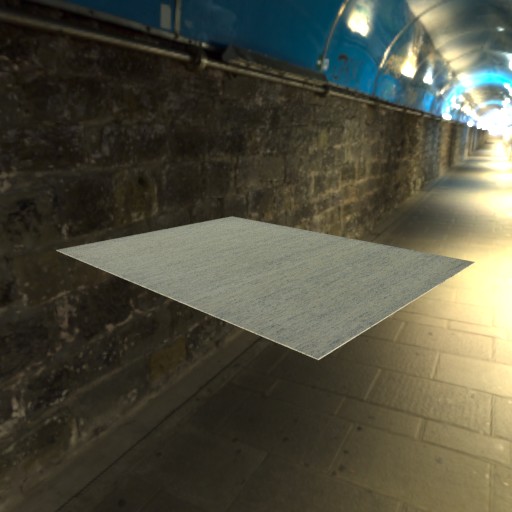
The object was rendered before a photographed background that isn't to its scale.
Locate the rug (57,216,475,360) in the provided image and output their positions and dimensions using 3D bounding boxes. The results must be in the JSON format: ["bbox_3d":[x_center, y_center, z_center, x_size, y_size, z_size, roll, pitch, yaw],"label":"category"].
[{"bbox_3d":[0.000,0.000,4.241,3.197,0.006,2.438,15,21,41],"label":"rug"}]
